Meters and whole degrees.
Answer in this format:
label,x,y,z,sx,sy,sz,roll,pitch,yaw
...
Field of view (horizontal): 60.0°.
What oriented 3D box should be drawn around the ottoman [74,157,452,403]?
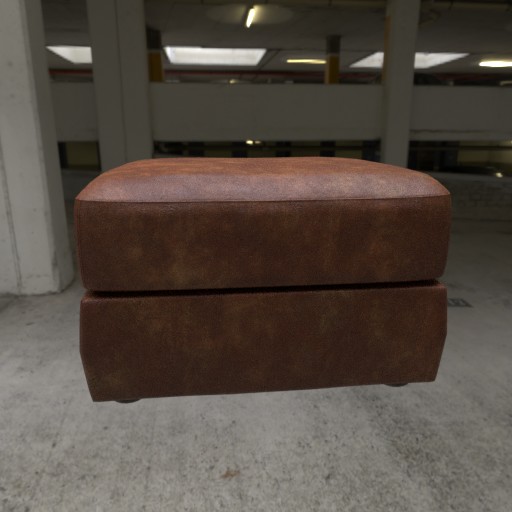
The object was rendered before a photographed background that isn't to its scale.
label,x,y,z,sx,sy,sz,roll,pitch,yaw
ottoman,0.000,0.000,1.122,0.751,0.476,0.603,-2,16,-6
